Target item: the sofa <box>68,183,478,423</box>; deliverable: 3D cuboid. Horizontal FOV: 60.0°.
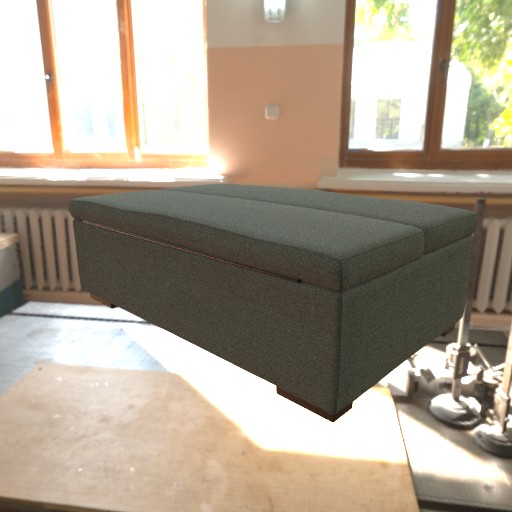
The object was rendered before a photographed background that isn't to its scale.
[{"bbox_3d":[0.000,0.000,1.601,1.250,0.434,0.817,14,20,42],"label":"sofa"}]
